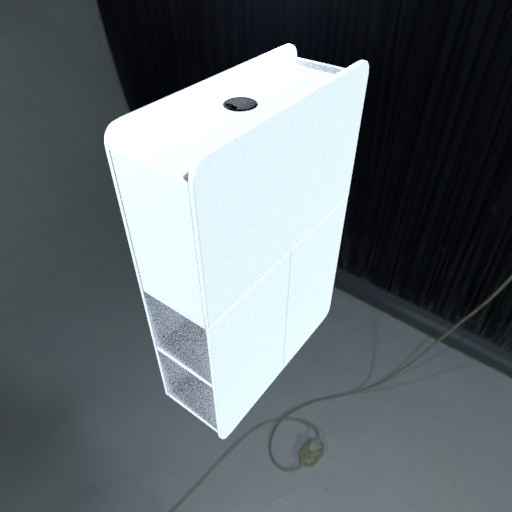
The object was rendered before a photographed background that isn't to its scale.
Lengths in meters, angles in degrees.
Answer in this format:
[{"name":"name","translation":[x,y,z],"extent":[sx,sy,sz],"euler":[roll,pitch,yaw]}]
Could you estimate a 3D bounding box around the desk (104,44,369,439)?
[{"name":"desk","translation":[0.000,0.000,1.555],"extent":[0.278,1.190,0.795],"euler":[26,48,27]}]
